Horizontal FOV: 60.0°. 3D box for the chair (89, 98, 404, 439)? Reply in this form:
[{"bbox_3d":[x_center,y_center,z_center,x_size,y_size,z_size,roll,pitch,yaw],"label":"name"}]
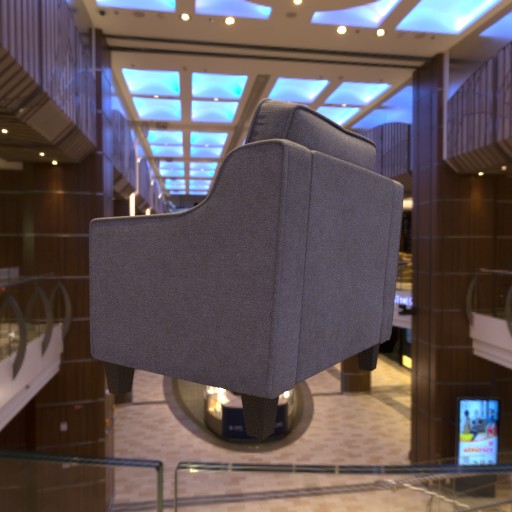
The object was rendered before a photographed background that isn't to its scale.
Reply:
[{"bbox_3d":[0.000,0.000,1.679,0.840,0.944,0.926,1,1,35],"label":"chair"}]
